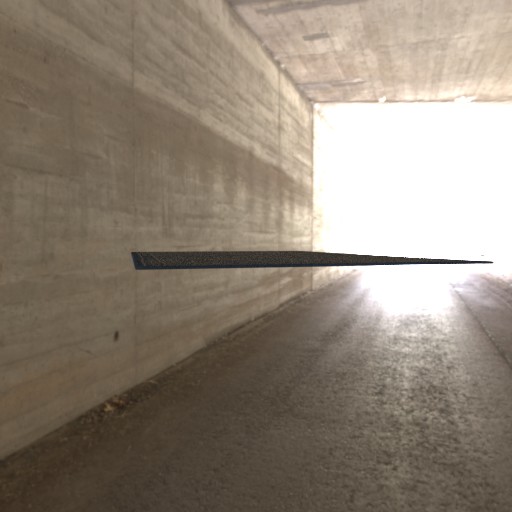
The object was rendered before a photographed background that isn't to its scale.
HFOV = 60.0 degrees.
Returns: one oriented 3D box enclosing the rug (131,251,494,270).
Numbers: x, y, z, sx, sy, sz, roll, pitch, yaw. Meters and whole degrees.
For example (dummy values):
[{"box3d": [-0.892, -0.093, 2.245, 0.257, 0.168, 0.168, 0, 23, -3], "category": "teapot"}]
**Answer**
[{"box3d": [0.000, 0.000, 2.263, 1.219, 0.010, 1.829, -1, 2, -16], "category": "rug"}]
